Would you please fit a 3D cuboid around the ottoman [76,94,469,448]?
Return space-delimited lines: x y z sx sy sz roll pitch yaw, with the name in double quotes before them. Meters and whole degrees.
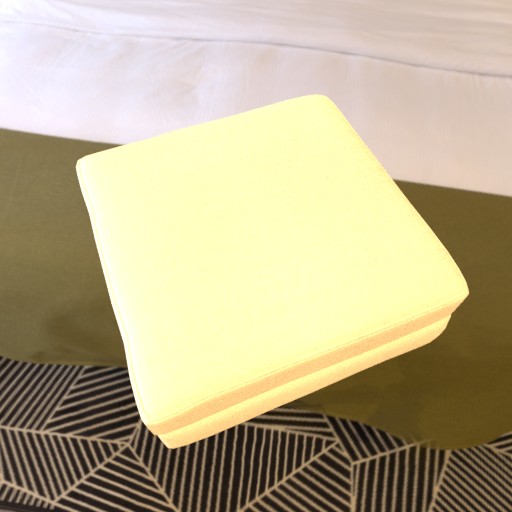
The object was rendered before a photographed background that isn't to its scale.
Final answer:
"ottoman" 0.000 0.000 1.339 0.838 0.478 0.838 -19 60 -12
